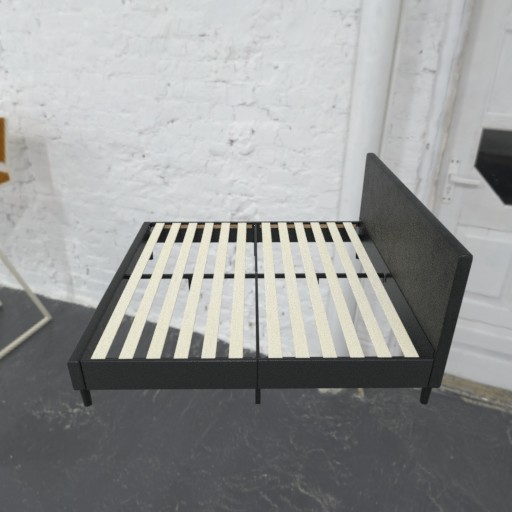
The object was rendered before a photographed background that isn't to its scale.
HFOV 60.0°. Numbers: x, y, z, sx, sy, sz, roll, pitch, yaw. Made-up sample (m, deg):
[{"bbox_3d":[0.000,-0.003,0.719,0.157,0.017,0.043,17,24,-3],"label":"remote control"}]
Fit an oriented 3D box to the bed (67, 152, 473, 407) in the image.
[{"bbox_3d":[0.000,0.000,3.326,2.152,1.046,2.018,0,27,0],"label":"bed"}]
